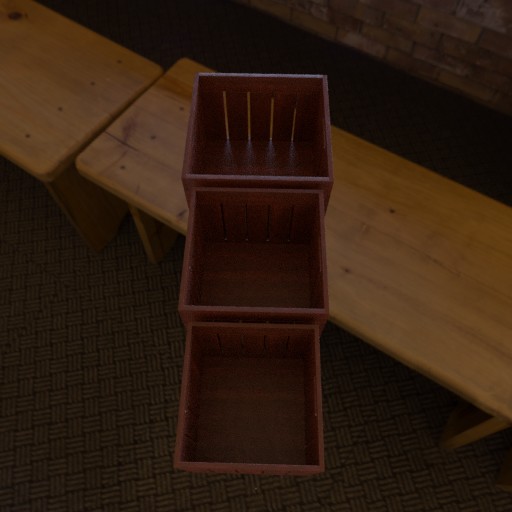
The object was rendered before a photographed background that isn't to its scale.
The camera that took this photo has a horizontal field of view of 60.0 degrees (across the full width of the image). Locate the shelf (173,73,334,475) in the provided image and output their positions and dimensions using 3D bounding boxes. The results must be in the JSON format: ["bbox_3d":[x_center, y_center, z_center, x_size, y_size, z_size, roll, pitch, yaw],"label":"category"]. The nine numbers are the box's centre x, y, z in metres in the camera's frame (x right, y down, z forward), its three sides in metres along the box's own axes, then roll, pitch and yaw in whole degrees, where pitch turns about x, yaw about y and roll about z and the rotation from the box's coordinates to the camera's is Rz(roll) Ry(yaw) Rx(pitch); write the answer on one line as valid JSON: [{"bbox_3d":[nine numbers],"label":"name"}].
[{"bbox_3d":[0.000,0.000,1.213,0.393,0.311,1.064,1,62,1],"label":"shelf"}]
